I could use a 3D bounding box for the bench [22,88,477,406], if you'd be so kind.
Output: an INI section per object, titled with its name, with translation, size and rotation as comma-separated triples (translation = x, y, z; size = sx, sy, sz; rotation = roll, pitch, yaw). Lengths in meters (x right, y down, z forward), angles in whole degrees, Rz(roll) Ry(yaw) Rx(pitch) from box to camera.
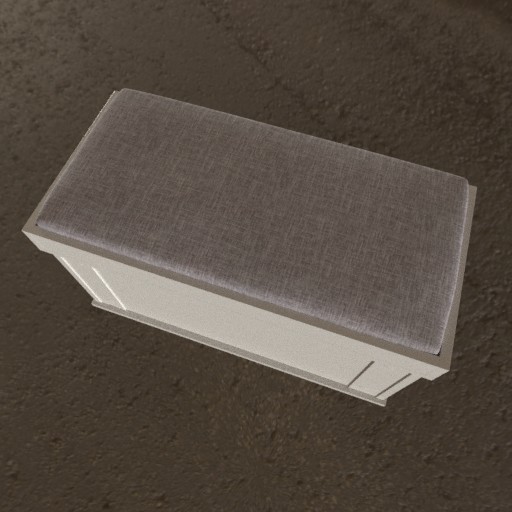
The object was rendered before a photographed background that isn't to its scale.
[bench]
translation = 0.000, 0.000, 0.970
size = 0.734, 0.461, 0.362
rotation = 17, 65, 8
